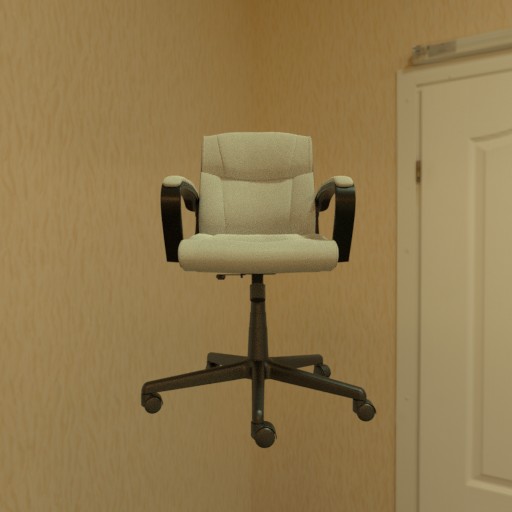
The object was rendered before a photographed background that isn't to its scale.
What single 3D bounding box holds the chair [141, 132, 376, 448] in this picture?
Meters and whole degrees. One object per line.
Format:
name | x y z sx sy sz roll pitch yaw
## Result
chair | 0.000 0.000 1.516 0.739 1.004 0.717 0 1 0
